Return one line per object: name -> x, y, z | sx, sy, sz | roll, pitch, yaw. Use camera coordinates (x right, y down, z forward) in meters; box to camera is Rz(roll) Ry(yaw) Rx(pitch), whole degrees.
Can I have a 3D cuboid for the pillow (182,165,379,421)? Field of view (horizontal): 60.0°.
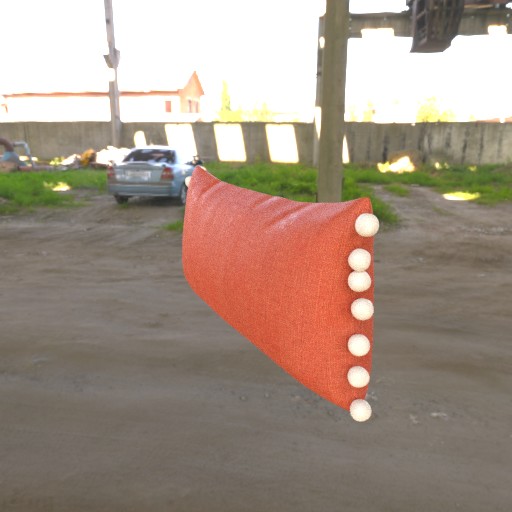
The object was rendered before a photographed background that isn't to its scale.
pillow -> 0.000, 0.000, 0.866 | 0.201, 0.322, 0.709 | -7, 16, -26
